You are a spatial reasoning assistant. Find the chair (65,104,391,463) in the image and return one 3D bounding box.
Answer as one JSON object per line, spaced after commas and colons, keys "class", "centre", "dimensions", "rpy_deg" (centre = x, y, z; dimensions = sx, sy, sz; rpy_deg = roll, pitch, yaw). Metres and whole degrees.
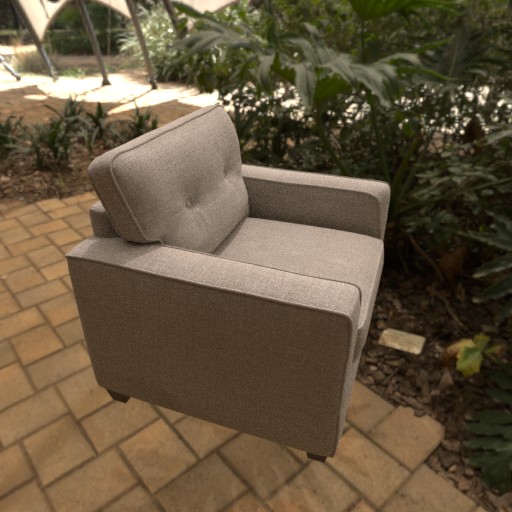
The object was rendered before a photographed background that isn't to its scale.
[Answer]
{"class": "chair", "centre": [0.000, 0.000, 1.726], "dimensions": [0.939, 0.965, 1.015], "rpy_deg": [11, 32, 17]}
